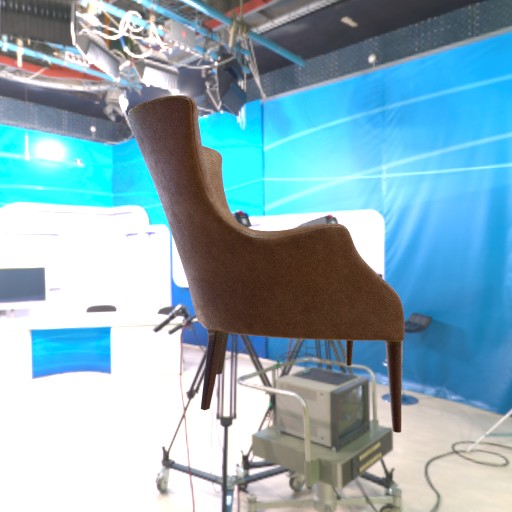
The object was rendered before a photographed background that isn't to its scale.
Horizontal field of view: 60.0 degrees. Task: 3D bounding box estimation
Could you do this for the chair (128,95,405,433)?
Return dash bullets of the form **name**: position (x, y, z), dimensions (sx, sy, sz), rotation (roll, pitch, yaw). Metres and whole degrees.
- **chair**: position (0.000, 0.000, 1.750), dimensions (0.955, 1.067, 0.846), rotation (0, 1, 1)
